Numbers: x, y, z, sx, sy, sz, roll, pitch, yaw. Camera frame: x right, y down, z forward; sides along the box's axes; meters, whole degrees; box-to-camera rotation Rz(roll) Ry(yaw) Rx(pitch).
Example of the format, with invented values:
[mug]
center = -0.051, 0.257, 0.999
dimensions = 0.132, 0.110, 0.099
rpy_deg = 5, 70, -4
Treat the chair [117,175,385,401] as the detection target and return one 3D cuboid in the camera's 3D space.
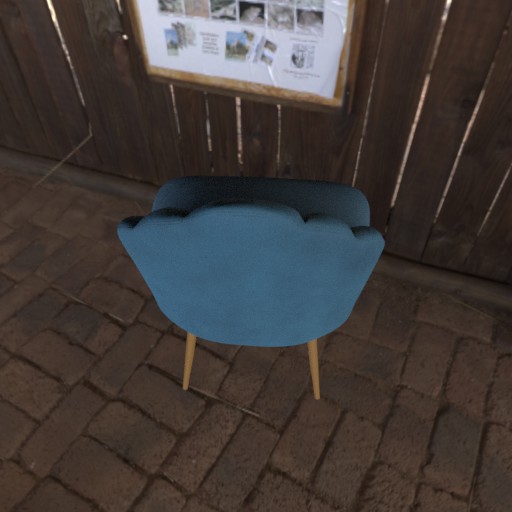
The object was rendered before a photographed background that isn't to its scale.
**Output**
[chair]
center = 0.000, 0.000, 1.261
dimensions = 0.657, 0.819, 0.599
rpy_deg = 3, 45, 3
